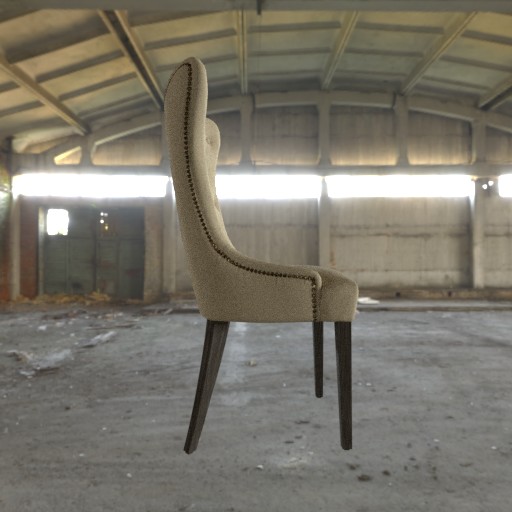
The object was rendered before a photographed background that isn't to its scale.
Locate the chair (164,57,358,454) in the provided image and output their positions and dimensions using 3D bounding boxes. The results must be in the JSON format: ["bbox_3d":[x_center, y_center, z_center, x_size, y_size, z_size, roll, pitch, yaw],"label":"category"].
[{"bbox_3d":[0.000,0.000,1.447,0.590,1.065,0.584,0,-1,-1],"label":"chair"}]
